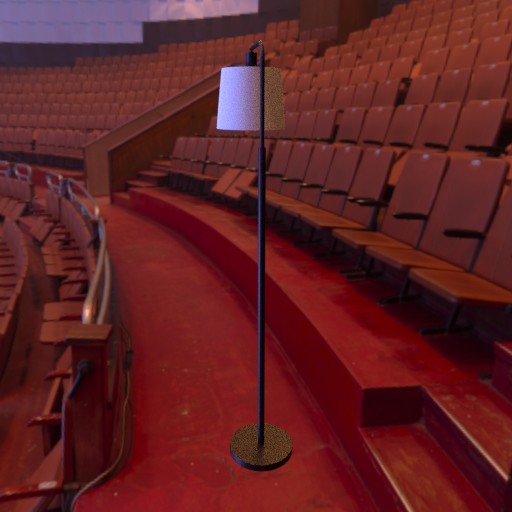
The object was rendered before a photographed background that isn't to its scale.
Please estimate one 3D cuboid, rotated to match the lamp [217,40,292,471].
[{"bbox_3d":[0.000,0.000,1.654,0.254,1.478,0.508,-2,15,-8],"label":"lamp"}]
